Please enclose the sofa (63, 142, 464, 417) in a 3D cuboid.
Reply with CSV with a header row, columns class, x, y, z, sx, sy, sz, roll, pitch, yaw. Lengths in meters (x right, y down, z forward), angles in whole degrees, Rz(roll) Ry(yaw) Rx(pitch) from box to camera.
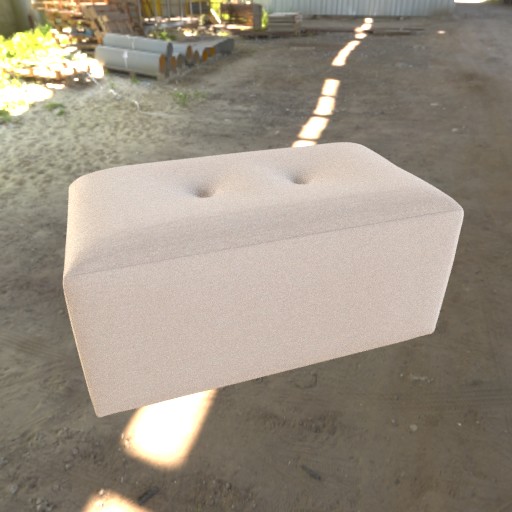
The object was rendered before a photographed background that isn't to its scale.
class,x,y,z,sx,sy,sz,roll,pitch,yaw
sofa,0.000,0.000,1.213,0.930,0.470,0.480,-10,33,-16
